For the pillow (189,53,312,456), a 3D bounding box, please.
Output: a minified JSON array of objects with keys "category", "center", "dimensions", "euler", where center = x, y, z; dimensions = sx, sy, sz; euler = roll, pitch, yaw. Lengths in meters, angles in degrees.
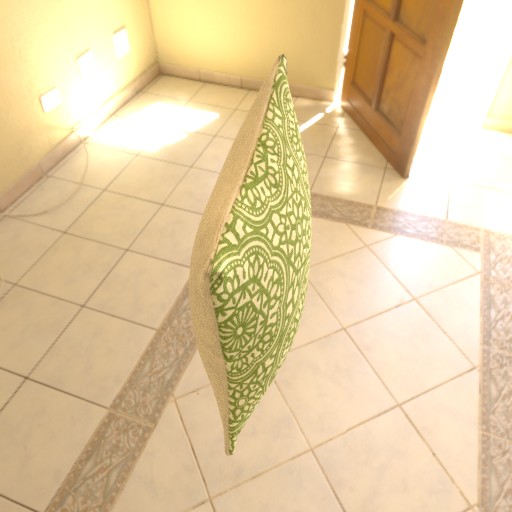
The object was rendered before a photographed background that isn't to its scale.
[{"category":"pillow","center":[0.000,0.000,0.657],"dimensions":[0.162,0.419,0.440],"euler":[8,47,7]}]
